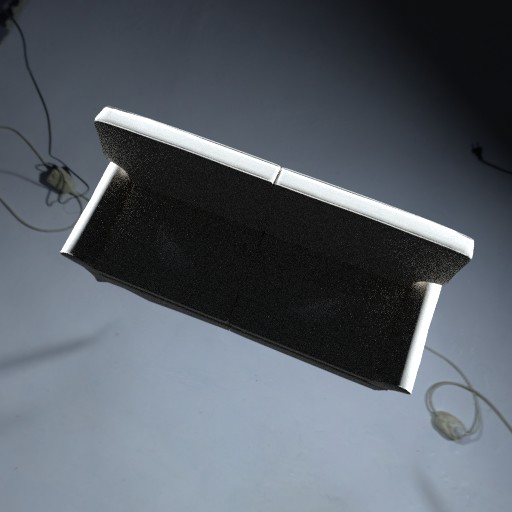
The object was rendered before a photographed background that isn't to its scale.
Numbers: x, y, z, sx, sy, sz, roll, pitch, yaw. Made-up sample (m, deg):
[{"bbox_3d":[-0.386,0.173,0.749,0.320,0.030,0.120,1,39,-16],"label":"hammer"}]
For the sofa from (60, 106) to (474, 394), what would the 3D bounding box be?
[{"bbox_3d":[0.000,0.000,2.481,2.021,0.937,0.862,21,76,6],"label":"sofa"}]
